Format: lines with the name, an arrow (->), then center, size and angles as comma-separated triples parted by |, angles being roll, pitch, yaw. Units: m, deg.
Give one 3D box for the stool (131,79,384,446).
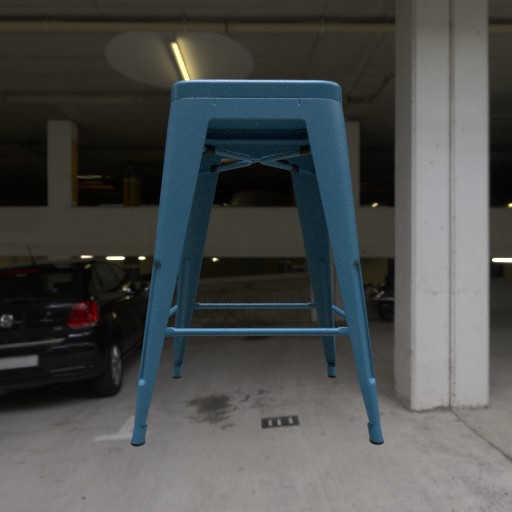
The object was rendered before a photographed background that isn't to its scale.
stool -> 0.000, 0.000, 0.911 | 0.410, 0.608, 0.410 | 0, 0, -1
